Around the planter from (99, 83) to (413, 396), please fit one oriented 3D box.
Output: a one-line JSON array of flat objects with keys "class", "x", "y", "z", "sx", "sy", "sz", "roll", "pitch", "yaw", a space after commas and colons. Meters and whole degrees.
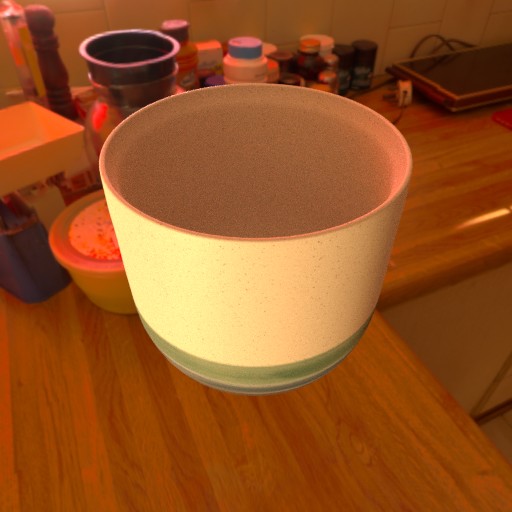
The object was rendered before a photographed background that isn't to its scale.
[{"class": "planter", "x": 0.000, "y": 0.000, "z": 0.478, "sx": 0.268, "sy": 0.270, "sz": 0.268, "roll": 0, "pitch": 43, "yaw": 0}]
